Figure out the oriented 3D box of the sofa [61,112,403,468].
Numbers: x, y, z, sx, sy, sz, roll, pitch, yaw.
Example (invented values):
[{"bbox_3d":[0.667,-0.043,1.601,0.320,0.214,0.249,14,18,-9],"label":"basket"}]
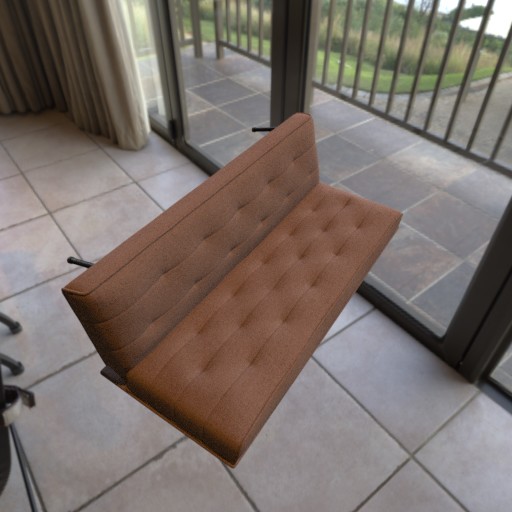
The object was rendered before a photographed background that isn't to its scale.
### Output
[{"bbox_3d":[0.000,0.000,2.385,1.038,0.810,1.820,25,49,24],"label":"sofa"}]
